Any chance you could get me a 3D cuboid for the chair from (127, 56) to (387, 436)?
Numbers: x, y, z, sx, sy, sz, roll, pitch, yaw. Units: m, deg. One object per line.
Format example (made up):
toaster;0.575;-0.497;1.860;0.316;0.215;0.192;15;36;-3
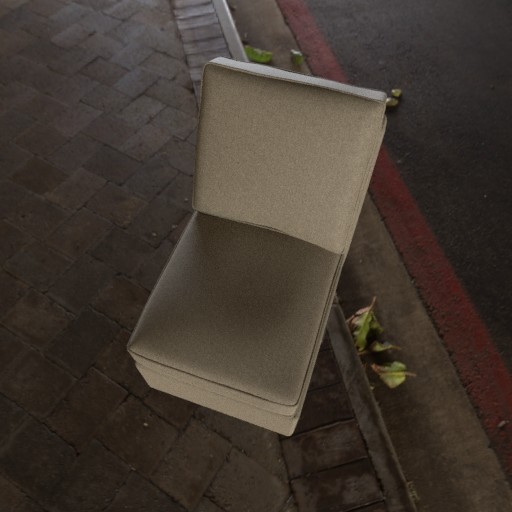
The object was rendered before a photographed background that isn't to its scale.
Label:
chair;0.000;0.000;1.699;0.674;1.058;1.020;16;59;10
